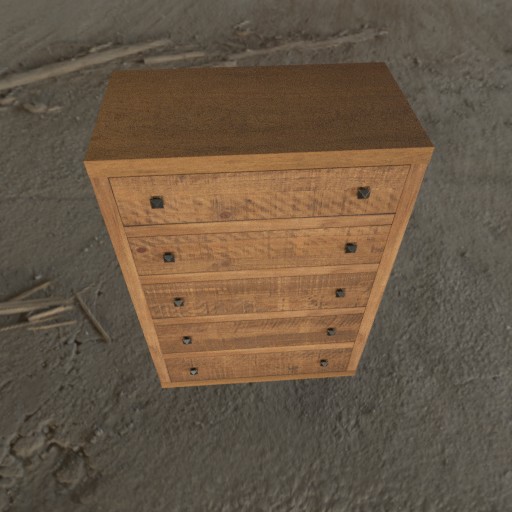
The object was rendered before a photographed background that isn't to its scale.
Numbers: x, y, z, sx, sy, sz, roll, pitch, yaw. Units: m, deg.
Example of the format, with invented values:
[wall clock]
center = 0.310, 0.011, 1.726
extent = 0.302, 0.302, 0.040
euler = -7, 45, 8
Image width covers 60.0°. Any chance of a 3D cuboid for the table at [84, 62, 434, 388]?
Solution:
[table]
center = 0.000, 0.000, 1.770
extent = 0.901, 1.294, 0.524
euler = -3, 48, -3
